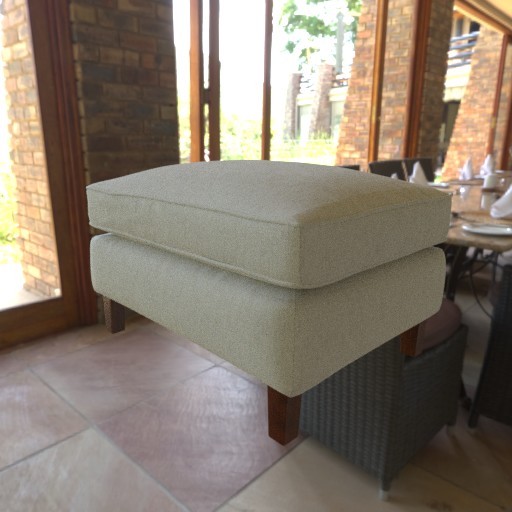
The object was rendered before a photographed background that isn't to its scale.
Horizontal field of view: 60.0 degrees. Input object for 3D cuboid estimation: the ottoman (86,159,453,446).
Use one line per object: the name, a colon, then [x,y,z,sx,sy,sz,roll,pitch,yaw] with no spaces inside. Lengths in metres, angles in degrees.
ottoman: [0.000,0.000,0.962,0.501,0.406,0.665,-14,20,-42]
